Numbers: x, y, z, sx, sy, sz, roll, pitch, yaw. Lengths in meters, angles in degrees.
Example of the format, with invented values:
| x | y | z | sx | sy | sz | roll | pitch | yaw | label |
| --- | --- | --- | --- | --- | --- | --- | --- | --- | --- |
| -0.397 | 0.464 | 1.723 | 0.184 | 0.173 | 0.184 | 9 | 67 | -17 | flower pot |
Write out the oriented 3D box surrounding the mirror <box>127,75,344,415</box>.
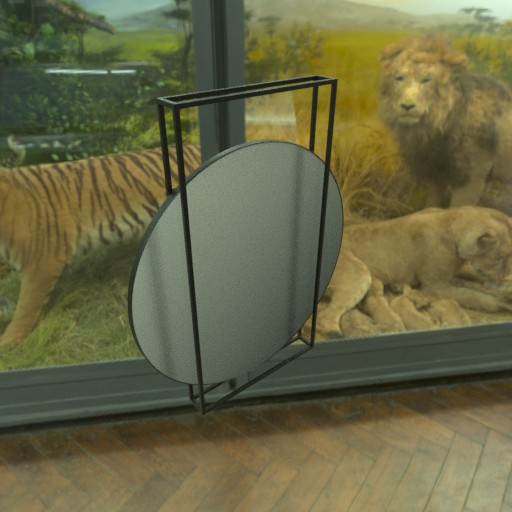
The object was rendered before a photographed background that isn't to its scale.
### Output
| x | y | z | sx | sy | sz | roll | pitch | yaw | label |
| --- | --- | --- | --- | --- | --- | --- | --- | --- | --- |
| 0.000 | 0.000 | 0.835 | 0.508 | 0.603 | 0.051 | -22 | 38 | -33 | mirror |
